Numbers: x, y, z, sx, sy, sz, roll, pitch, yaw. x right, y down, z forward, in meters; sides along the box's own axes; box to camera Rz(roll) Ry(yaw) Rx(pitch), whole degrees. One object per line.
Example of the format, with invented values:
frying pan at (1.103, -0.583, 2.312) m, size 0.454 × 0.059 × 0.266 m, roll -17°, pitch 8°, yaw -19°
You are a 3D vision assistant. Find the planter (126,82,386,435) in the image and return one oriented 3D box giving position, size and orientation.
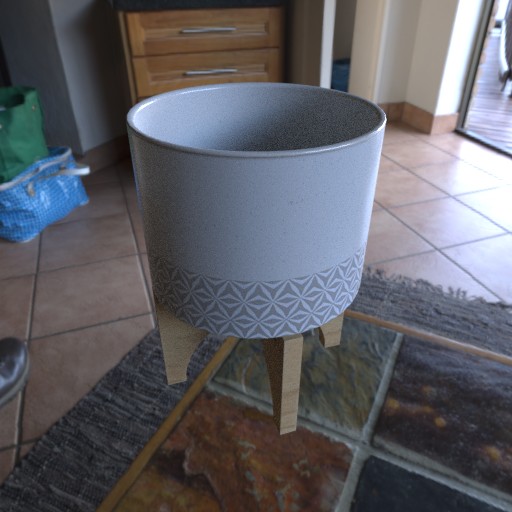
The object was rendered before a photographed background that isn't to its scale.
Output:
planter at (0.000, 0.000, 0.528) m, size 0.249 × 0.343 × 0.249 m, roll 0°, pitch 33°, yaw 0°
